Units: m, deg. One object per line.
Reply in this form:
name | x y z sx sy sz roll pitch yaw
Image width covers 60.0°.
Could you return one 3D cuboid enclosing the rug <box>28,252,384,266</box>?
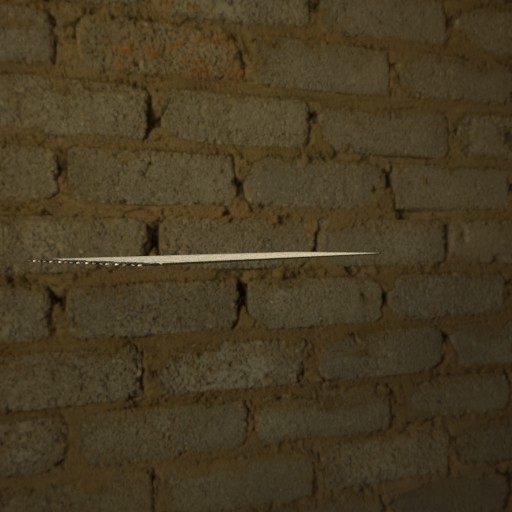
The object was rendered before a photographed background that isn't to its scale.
rug | 0.000 0.000 2.741 0.769 0.013 2.440 1 2 35
